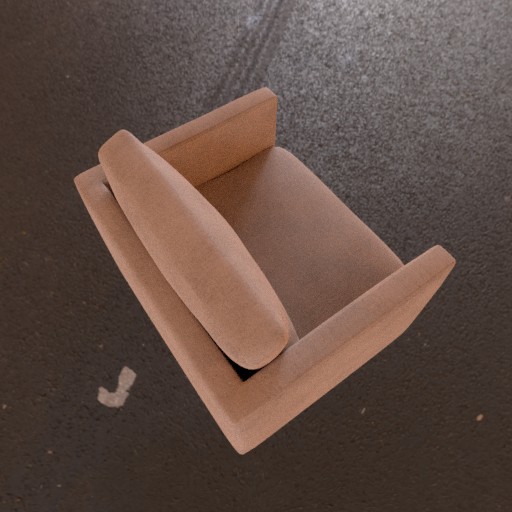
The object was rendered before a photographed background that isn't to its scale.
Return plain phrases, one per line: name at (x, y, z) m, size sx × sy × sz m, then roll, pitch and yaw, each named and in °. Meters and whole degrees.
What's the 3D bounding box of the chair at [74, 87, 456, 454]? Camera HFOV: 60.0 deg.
chair at (0.000, 0.000, 1.827) m, size 0.959 × 0.961 × 1.133 m, roll -31°, pitch 64°, yaw -17°
